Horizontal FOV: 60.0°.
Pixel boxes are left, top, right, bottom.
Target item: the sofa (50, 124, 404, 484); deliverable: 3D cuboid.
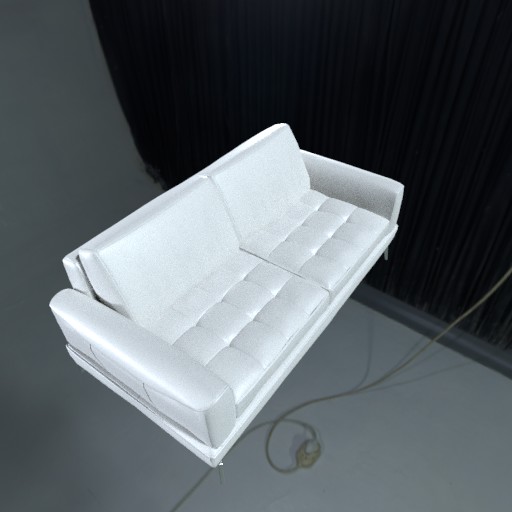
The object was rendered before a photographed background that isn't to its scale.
[{"bbox_3d":[0.000,0.000,2.750,1.121,0.930,2.177,26,47,26],"label":"sofa"}]
